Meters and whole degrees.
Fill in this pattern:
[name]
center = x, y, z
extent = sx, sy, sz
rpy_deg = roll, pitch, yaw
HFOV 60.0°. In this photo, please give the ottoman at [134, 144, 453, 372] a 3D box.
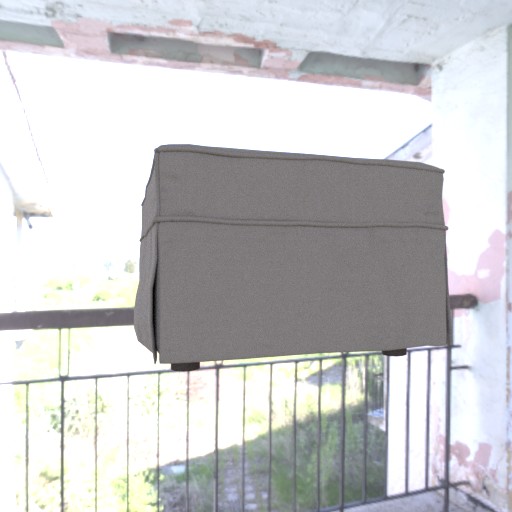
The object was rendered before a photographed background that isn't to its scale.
[ottoman]
center = 0.000, 0.000, 1.325
extent = 0.703, 0.479, 0.944
rpy_deg = 0, -1, -16
